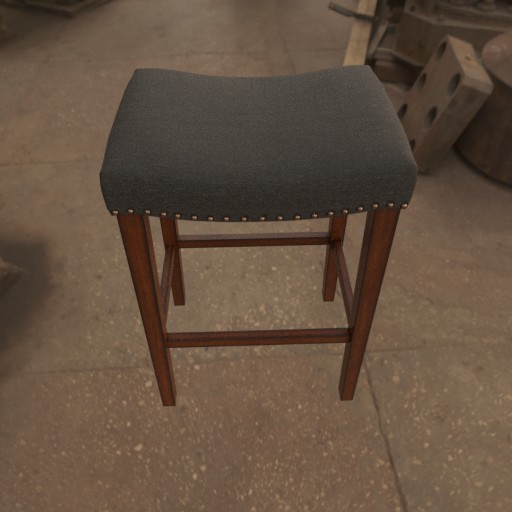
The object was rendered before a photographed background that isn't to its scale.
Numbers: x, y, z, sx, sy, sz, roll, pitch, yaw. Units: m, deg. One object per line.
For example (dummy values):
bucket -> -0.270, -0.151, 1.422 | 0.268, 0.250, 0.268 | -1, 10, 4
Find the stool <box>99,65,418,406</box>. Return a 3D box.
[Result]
stool -> 0.000, 0.000, 1.021 | 0.502, 0.760, 0.366 | -1, 47, -1
